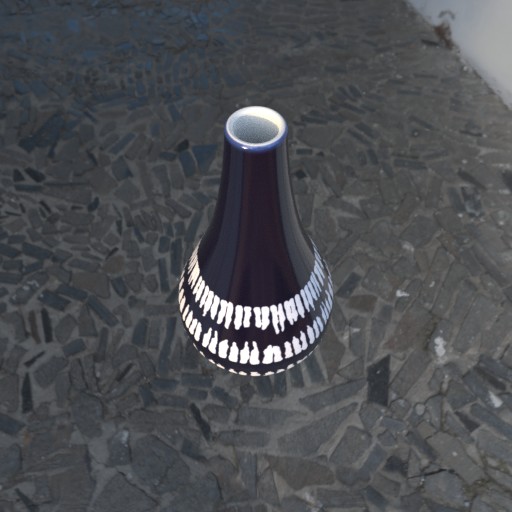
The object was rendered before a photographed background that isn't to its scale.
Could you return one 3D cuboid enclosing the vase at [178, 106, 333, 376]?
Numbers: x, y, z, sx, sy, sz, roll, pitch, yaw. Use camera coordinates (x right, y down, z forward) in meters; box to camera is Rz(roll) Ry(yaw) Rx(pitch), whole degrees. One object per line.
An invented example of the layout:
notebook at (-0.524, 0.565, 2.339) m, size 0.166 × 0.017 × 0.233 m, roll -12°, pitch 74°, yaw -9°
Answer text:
vase at (0.000, 0.000, 0.395) m, size 0.159 × 0.295 × 0.159 m, roll 0°, pitch 57°, yaw 0°
